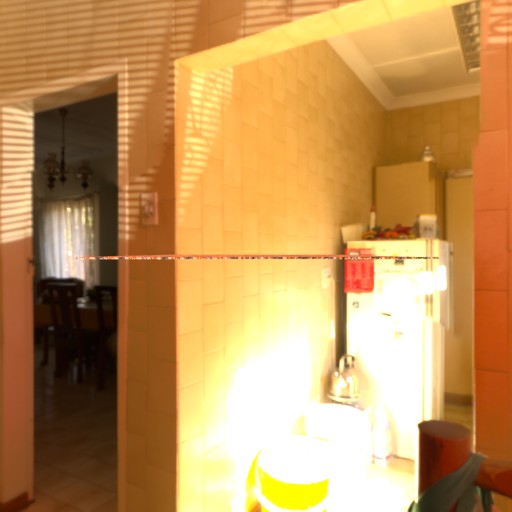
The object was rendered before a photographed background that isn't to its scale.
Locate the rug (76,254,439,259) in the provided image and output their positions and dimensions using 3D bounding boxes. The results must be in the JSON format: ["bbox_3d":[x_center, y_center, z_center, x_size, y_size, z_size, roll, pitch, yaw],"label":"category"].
[{"bbox_3d":[0.000,0.000,3.063,1.533,0.010,2.428,0,0,-1],"label":"rug"}]
